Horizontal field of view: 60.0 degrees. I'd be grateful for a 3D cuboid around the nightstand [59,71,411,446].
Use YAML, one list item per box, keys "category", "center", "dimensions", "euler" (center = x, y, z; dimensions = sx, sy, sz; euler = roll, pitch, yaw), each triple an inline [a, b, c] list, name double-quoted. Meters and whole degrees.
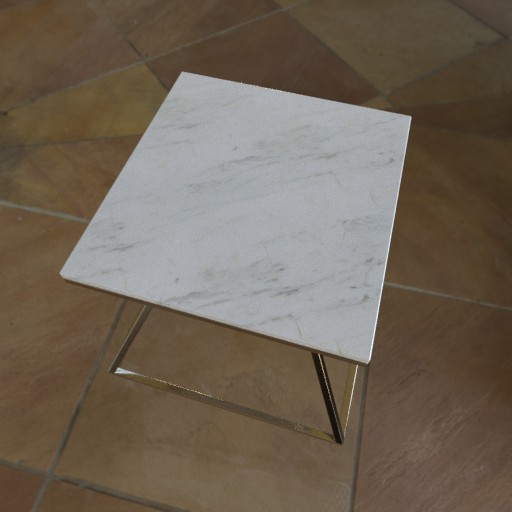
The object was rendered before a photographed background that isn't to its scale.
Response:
- category: "nightstand"
  center: [0.000, 0.000, 0.879]
  dimensions: [0.514, 0.426, 0.513]
  euler: [14, 60, 9]
